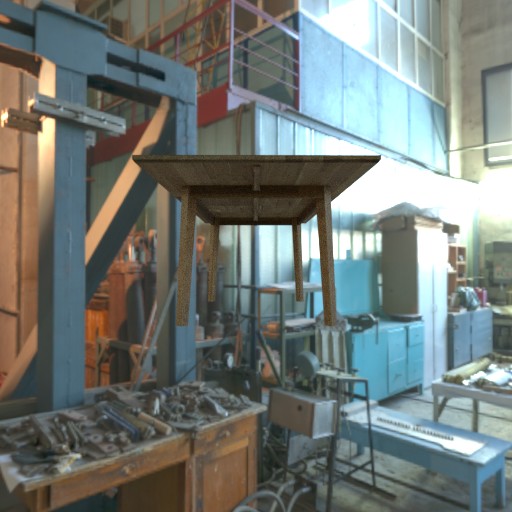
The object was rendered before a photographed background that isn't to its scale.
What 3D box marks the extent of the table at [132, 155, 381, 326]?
[{"bbox_3d":[0.000,0.000,3.070,1.000,0.752,2.603,0,-1,0],"label":"table"}]
